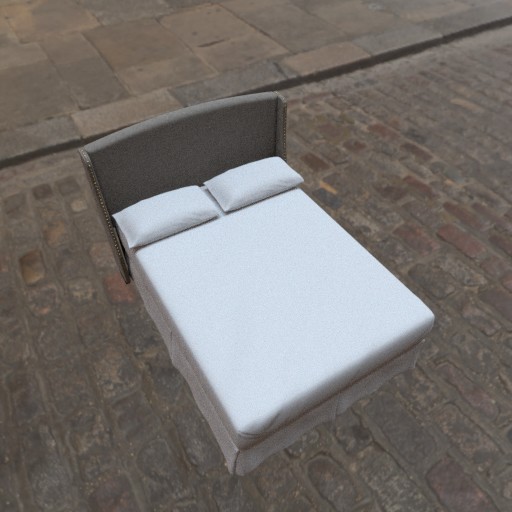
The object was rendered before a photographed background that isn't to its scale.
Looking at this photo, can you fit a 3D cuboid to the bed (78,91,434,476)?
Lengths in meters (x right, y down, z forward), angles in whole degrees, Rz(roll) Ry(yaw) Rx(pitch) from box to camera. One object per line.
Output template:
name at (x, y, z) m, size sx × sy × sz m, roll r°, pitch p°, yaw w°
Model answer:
bed at (0.000, 0.000, 3.319) m, size 1.710 × 1.407 × 2.237 m, roll -24°, pitch 51°, yaw -21°
